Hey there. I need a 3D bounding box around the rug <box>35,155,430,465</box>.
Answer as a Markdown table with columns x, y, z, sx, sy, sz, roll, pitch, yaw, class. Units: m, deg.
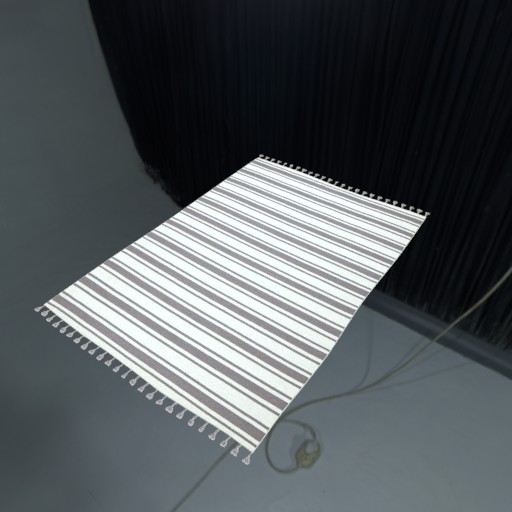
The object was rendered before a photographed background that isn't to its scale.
| x | y | z | sx | sy | sz | roll | pitch | yaw | class |
| --- | --- | --- | --- | --- | --- | --- | --- | --- | --- |
| 0.000 | 0.000 | 3.864 | 2.030 | 0.017 | 3.040 | 25 | 47 | 26 | rug |
